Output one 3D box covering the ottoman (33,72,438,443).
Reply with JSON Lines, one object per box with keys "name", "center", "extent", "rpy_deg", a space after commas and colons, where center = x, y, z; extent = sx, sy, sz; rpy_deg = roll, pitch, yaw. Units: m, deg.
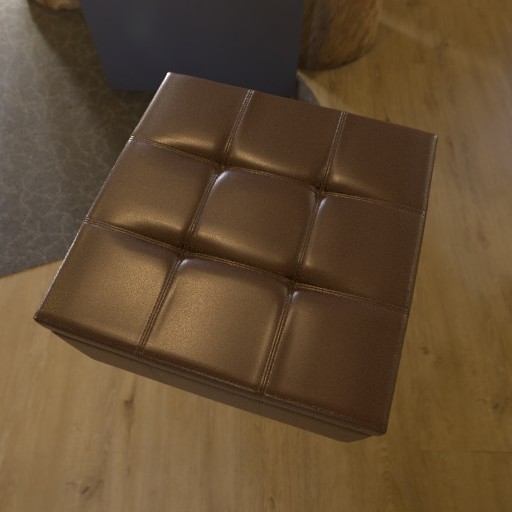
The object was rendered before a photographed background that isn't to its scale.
{"name": "ottoman", "center": [0.000, 0.000, 1.255], "extent": [0.788, 0.460, 0.787], "rpy_deg": [16, 66, 7]}
